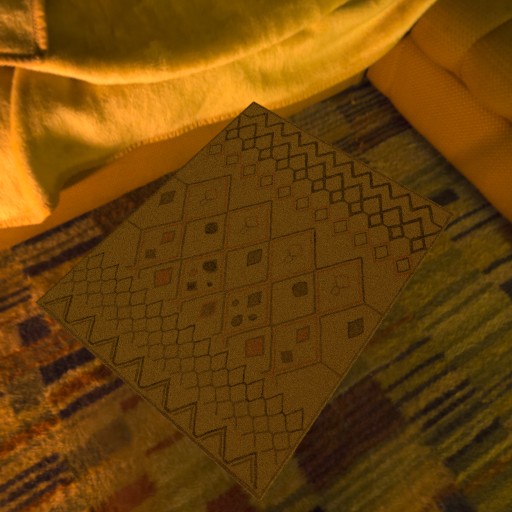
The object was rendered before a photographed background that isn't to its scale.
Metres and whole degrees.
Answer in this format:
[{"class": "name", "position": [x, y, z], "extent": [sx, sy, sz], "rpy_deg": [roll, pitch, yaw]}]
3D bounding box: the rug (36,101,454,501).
[{"class": "rug", "position": [0.000, 0.000, 4.026], "extent": [2.441, 0.016, 3.050], "rpy_deg": [34, 67, 17]}]
